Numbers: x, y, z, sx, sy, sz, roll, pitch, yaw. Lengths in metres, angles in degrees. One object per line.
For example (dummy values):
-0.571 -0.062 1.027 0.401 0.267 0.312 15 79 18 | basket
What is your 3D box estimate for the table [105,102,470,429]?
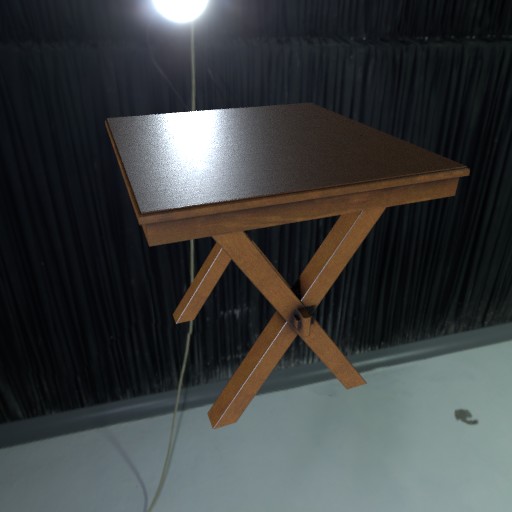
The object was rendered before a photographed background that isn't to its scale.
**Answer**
0.000 0.000 1.057 0.560 0.562 0.602 -11 31 -18 | table
